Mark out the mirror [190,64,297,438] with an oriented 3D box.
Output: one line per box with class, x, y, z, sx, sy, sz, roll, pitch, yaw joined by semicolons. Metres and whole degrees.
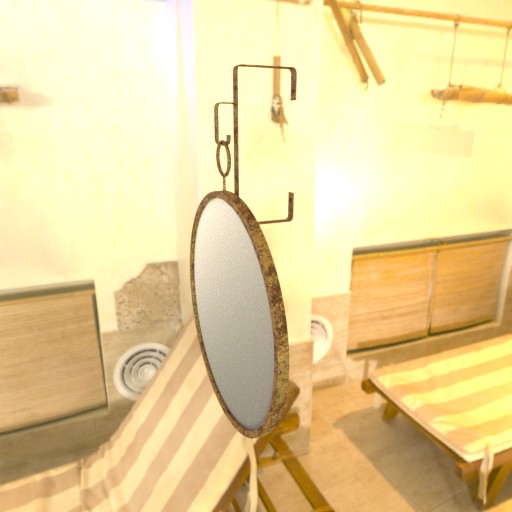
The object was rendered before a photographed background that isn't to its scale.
mirror;0.000;0.000;0.819;0.144;0.651;0.447;-7;18;-23
